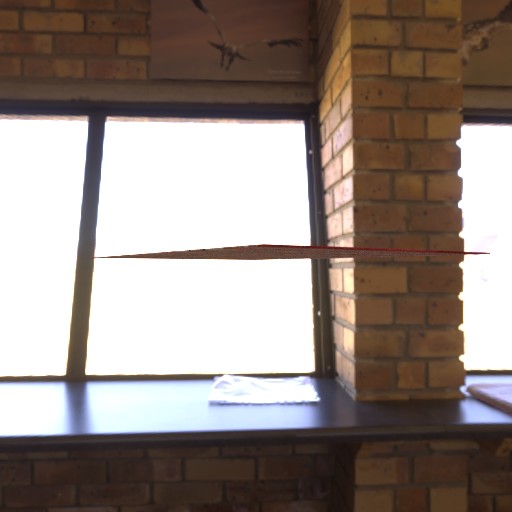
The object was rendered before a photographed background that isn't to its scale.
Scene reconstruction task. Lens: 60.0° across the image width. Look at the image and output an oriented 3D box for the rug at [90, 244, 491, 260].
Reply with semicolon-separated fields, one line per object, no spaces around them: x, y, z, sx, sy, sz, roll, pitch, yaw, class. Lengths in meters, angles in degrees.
0.000;0.000;2.319;1.223;0.008;1.817;1;-2;-35;rug
